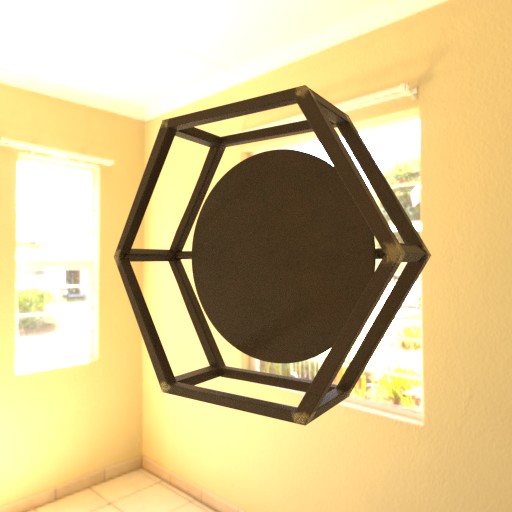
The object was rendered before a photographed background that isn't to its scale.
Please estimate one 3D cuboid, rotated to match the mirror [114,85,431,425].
[{"bbox_3d":[0.000,0.000,0.536,0.380,0.334,0.119,0,-1,34],"label":"mirror"}]
